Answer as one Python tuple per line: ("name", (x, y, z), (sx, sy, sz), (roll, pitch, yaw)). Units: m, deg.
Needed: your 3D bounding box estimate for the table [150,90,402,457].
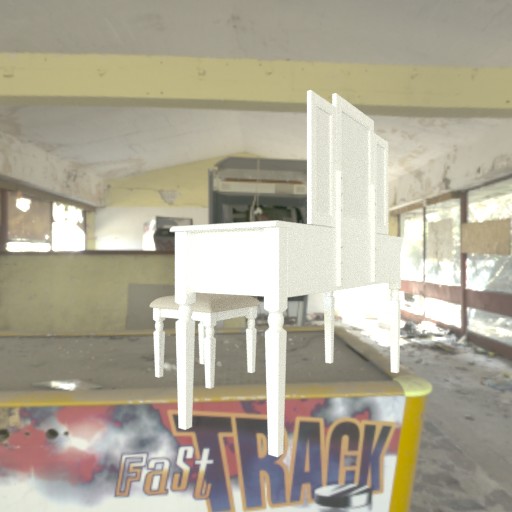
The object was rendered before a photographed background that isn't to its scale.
("table", (0.000, 0.000, 2.273), (1.115, 1.310, 1.369), (0, 0, 34))
